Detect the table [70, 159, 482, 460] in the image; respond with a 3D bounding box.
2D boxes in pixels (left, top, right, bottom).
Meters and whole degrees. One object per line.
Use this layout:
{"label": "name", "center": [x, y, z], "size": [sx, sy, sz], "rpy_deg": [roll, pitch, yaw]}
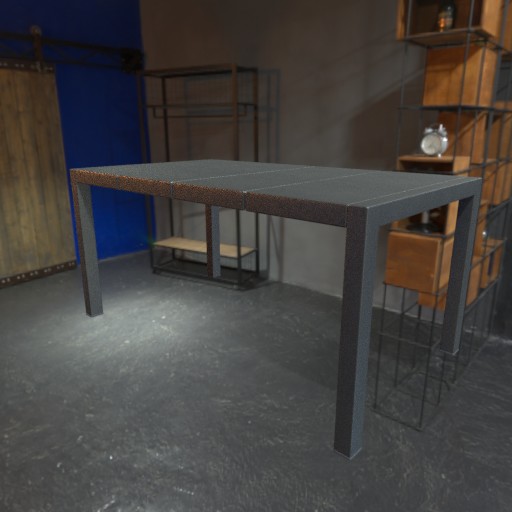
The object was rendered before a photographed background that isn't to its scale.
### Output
{"label": "table", "center": [0.000, 0.000, 1.241], "size": [0.965, 0.460, 0.559], "rpy_deg": [14, 21, 40]}
